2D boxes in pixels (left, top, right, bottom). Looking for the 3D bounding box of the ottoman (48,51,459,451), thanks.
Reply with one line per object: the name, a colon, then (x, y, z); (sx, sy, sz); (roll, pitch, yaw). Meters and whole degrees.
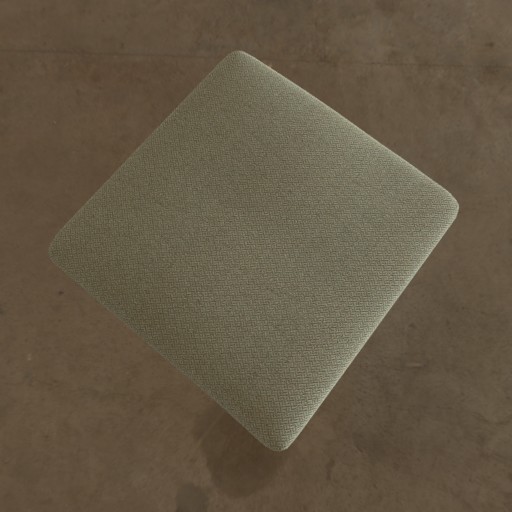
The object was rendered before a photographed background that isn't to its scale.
ottoman: (0.000, 0.000, 0.920); (0.512, 0.453, 0.521); (38, 79, 9)
